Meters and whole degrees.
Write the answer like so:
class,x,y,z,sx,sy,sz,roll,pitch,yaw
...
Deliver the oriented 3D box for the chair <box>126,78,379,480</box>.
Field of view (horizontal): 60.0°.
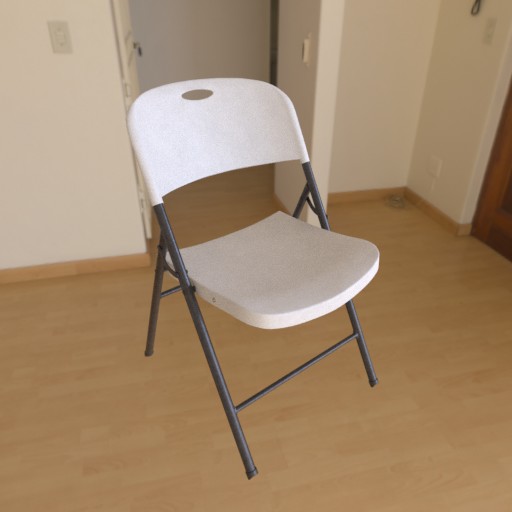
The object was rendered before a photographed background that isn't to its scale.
class,x,y,z,sx,sy,sz,roll,pitch,yaw
chair,0.000,0.000,1.172,0.494,0.810,0.566,-22,37,-33
